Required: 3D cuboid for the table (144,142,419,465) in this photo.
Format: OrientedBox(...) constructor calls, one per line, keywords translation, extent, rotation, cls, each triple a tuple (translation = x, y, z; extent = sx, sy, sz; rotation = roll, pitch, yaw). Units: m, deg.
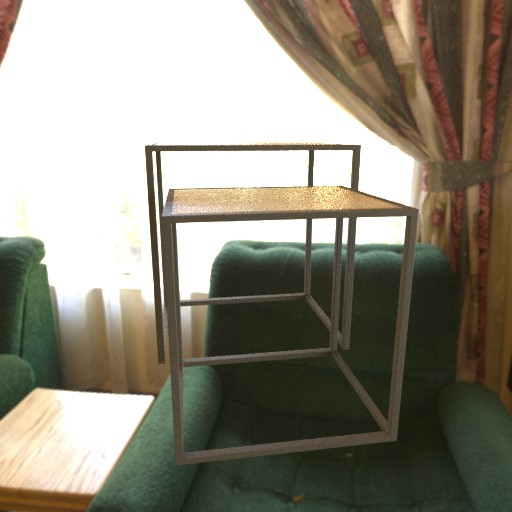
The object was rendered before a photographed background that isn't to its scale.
OrientedBox(translation=(0.000, 0.000, 1.110), extent=(0.508, 0.540, 0.788), rotation=(-2, 15, -9), cls="table")
